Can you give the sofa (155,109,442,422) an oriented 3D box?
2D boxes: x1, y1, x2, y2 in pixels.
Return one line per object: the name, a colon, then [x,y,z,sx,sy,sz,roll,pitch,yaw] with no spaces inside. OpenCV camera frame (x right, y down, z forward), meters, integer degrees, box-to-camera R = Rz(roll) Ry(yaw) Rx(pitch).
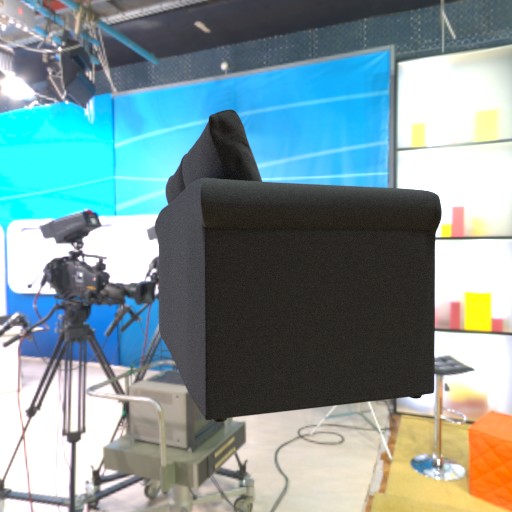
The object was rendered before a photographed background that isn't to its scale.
sofa: [0.000,0.000,1.914,0.741,0.872,1.460,0,1,-17]
